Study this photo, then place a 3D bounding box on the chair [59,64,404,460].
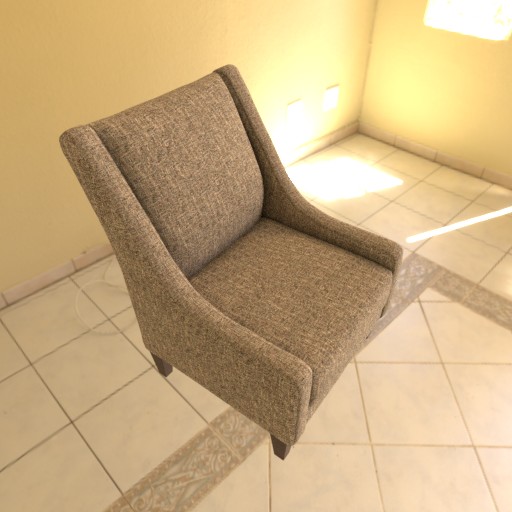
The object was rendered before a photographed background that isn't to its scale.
[{"bbox_3d":[0.000,0.000,1.599,0.870,1.014,0.774,25,47,27],"label":"chair"}]
